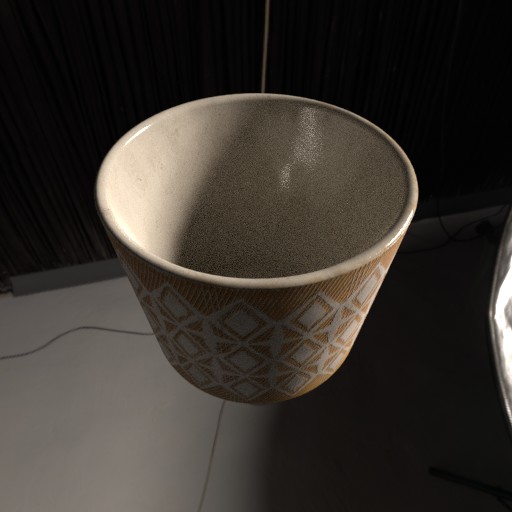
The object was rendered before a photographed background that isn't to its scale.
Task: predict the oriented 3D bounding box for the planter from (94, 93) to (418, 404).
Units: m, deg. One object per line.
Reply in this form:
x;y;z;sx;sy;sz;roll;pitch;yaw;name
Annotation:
0.000;0.000;0.215;0.126;0.104;0.126;0;46;0;planter
